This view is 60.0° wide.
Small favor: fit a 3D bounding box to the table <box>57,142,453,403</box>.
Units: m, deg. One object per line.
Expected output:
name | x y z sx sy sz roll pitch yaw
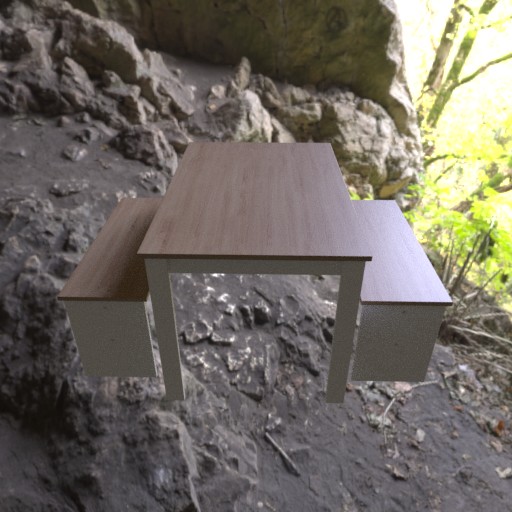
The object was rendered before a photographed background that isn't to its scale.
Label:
table | 0.000 0.000 2.022 1.443 0.700 1.100 1 32 1
